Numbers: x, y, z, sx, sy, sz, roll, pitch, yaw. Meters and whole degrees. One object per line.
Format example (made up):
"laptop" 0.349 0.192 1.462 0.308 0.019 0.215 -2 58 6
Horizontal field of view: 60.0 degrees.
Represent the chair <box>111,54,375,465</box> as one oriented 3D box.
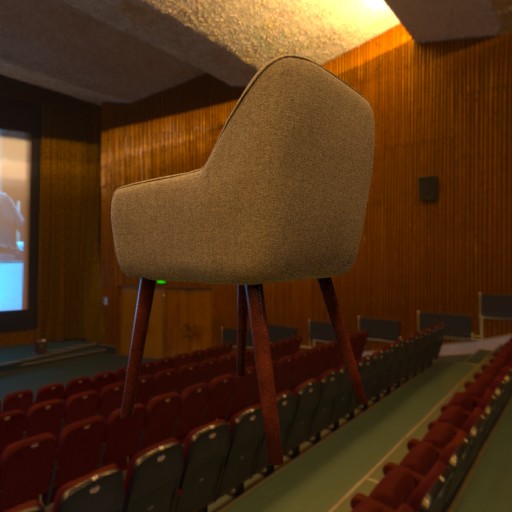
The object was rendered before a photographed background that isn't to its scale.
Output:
"chair" 0.000 0.000 1.159 0.519 0.803 0.543 0 1 36
